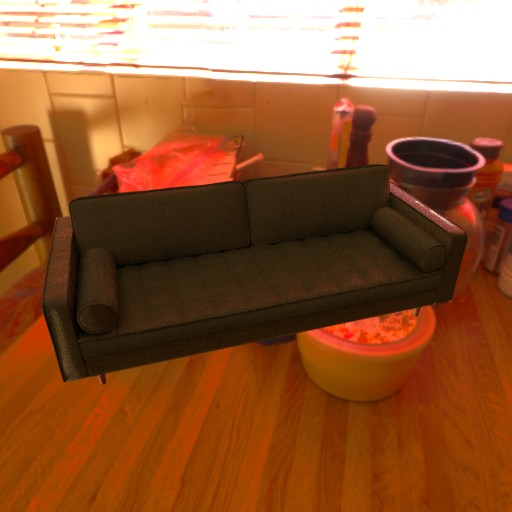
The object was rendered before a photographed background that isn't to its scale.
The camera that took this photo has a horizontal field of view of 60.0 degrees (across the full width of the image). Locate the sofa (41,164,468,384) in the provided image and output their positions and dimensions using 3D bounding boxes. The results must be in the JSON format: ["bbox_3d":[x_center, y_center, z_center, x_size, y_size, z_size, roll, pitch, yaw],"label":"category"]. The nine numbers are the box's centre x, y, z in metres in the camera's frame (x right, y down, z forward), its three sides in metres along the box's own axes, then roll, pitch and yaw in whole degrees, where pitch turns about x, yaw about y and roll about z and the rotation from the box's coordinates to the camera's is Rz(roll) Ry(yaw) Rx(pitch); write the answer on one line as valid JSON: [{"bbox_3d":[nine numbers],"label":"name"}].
[{"bbox_3d":[0.000,0.000,2.599,2.199,0.769,0.918,-9,32,-15],"label":"sofa"}]
